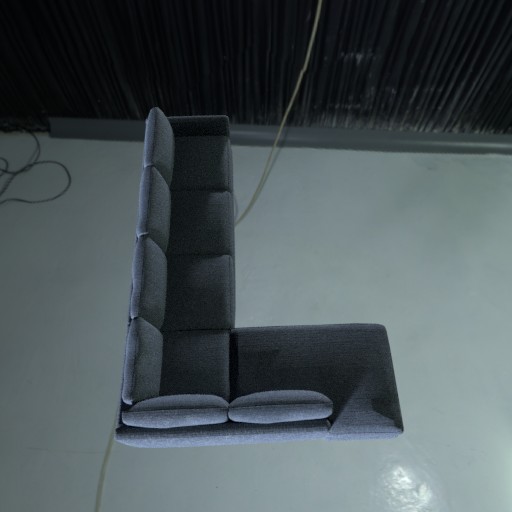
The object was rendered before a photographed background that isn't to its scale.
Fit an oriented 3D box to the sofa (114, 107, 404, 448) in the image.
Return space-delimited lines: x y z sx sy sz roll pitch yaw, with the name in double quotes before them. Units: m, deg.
"sofa" 0.000 0.000 3.788 2.007 0.815 2.949 -2 62 -1
